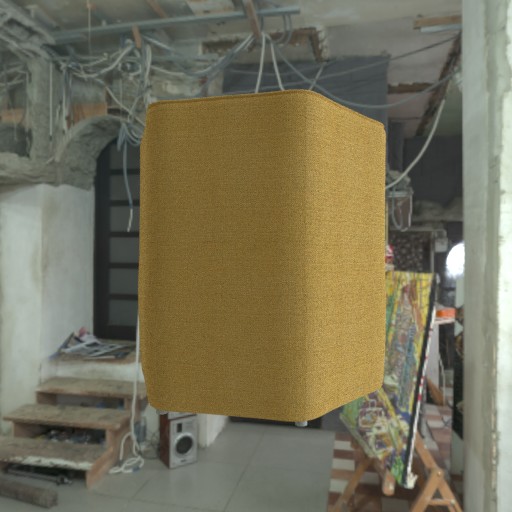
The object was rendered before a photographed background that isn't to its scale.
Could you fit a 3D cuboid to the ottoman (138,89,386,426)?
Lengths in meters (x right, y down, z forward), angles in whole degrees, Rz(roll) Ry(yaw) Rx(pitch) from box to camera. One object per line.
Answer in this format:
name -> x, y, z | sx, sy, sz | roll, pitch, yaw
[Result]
ottoman -> 0.000, 0.000, 0.874 | 0.443, 0.502, 0.494 | 0, 0, -17
